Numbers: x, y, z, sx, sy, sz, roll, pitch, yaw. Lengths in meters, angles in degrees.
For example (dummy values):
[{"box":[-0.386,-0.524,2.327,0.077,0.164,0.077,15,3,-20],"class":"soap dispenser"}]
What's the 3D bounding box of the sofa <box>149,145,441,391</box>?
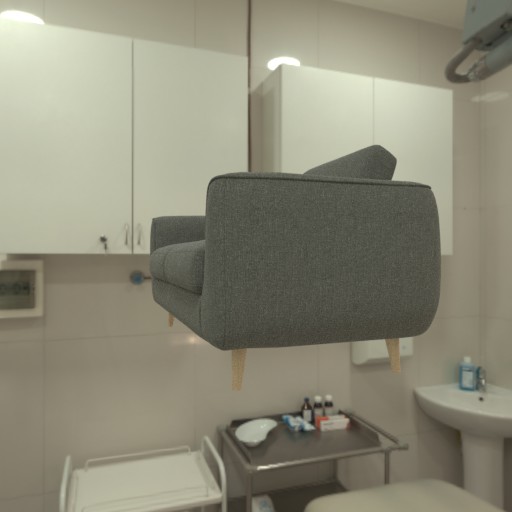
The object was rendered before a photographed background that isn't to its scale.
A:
[{"box":[0.000,0.000,2.194,0.920,0.870,1.700,0,0,-20],"class":"sofa"}]
